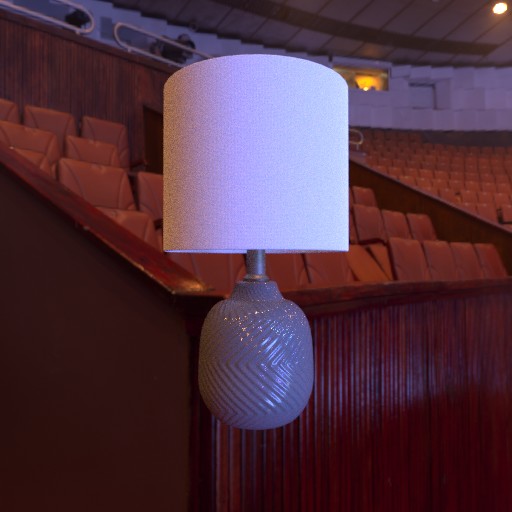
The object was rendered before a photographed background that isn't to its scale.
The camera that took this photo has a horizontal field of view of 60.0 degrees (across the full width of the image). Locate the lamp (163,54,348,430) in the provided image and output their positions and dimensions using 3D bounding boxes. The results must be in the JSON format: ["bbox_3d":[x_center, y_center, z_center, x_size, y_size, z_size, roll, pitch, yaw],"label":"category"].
[{"bbox_3d":[0.000,0.000,0.505,0.207,0.366,0.207,0,-1,35],"label":"lamp"}]
